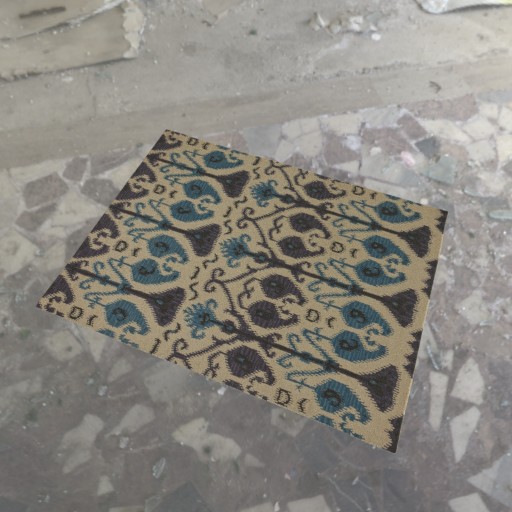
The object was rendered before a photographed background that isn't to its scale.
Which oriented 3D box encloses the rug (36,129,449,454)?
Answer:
[{"bbox_3d":[0.000,0.000,4.199,3.228,0.024,2.443,19,60,11],"label":"rug"}]
